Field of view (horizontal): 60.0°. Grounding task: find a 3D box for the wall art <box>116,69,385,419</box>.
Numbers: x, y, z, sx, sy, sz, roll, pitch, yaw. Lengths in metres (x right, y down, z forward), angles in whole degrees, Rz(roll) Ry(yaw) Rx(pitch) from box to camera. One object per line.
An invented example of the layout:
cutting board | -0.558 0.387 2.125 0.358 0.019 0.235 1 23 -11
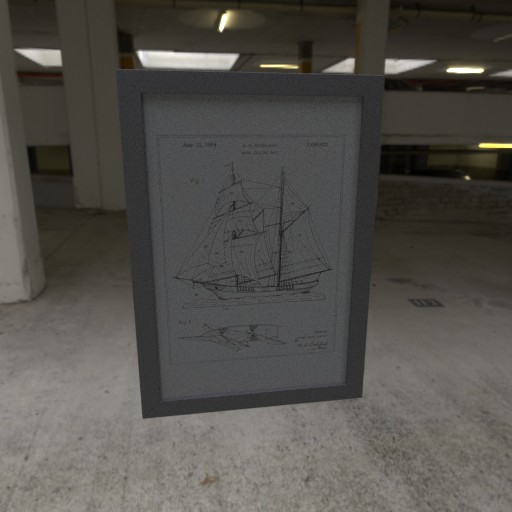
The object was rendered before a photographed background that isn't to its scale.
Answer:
wall art | 0.000 0.000 0.693 0.380 0.534 0.013 -2 15 -9
